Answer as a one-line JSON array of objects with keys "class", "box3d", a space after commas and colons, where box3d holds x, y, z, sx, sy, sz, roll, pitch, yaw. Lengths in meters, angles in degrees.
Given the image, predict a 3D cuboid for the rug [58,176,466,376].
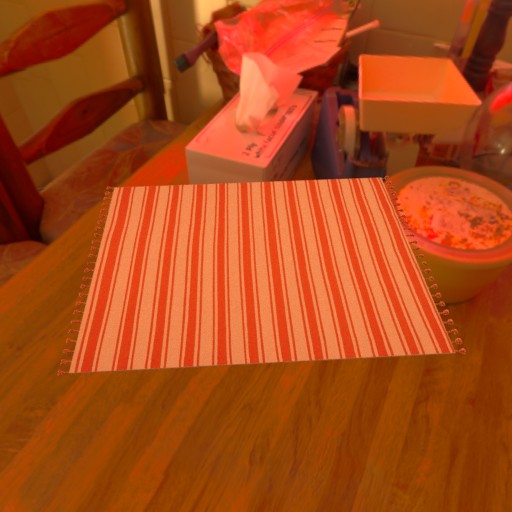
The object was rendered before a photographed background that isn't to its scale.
[{"class": "rug", "box3d": [0.000, 0.000, 4.454, 3.369, 0.035, 2.451, -3, 47, -2]}]
